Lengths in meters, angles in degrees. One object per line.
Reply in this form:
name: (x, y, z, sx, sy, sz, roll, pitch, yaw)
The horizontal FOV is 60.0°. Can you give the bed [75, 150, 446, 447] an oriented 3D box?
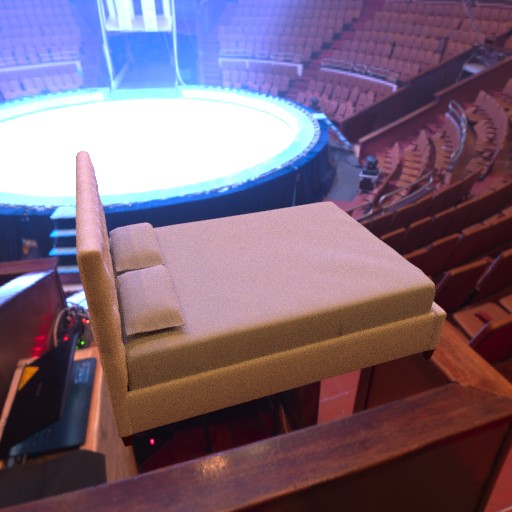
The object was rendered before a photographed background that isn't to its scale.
bed: (0.000, 0.000, 3.430, 2.387, 1.427, 1.698, -10, 32, -17)
